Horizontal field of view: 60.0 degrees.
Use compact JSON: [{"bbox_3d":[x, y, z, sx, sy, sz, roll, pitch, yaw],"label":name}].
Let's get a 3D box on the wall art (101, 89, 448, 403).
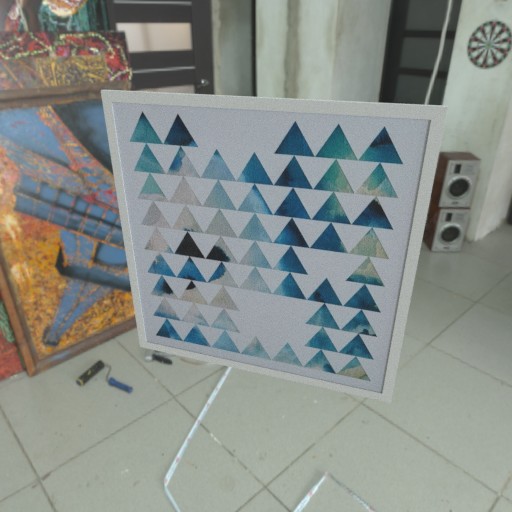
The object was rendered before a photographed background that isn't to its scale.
[{"bbox_3d":[0.000,0.000,0.670,0.456,0.456,0.007,8,29,16],"label":"wall art"}]
